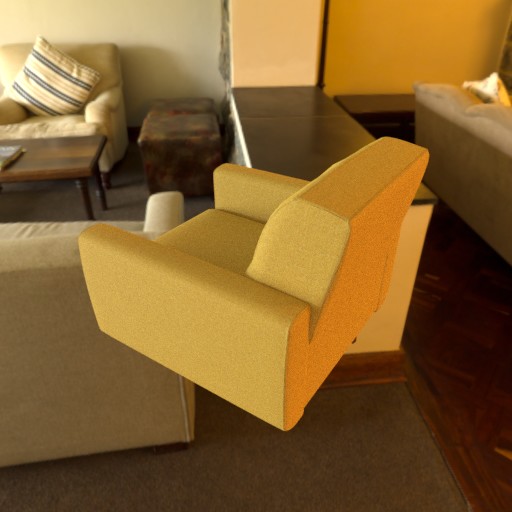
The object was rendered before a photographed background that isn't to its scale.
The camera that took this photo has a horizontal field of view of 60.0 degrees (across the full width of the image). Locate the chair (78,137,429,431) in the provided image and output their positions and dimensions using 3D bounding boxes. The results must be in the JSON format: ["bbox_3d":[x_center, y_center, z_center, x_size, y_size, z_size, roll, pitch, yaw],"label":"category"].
[{"bbox_3d":[0.000,0.000,1.579,0.909,0.841,0.831,20,37,29],"label":"chair"}]
